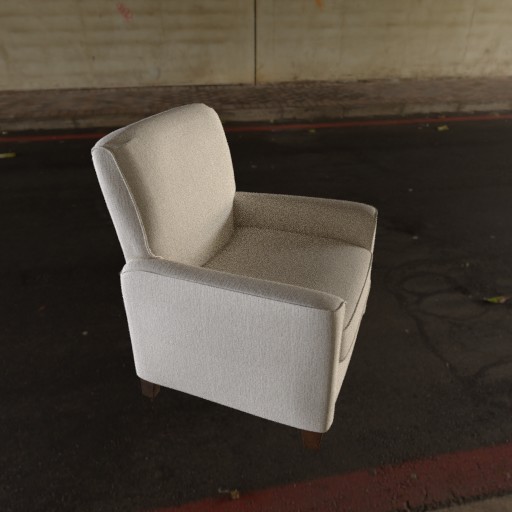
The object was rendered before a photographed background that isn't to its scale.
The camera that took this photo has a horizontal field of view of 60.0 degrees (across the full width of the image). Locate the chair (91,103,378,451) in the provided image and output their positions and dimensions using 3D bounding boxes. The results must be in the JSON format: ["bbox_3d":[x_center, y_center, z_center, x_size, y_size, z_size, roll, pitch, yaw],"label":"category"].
[{"bbox_3d":[0.000,0.000,1.721,0.858,1.028,0.841,11,31,18],"label":"chair"}]
